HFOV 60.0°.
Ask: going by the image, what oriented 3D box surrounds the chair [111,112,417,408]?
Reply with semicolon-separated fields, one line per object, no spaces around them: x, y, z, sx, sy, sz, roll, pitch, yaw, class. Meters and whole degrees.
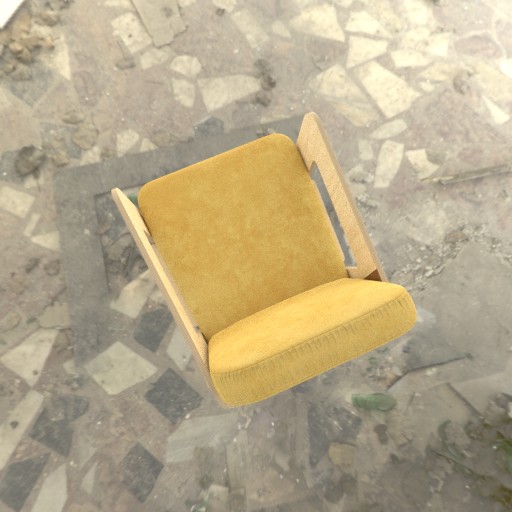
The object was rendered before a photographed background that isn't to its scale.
0.000;0.000;1.281;0.590;0.800;0.710;-23;76;-6;chair
